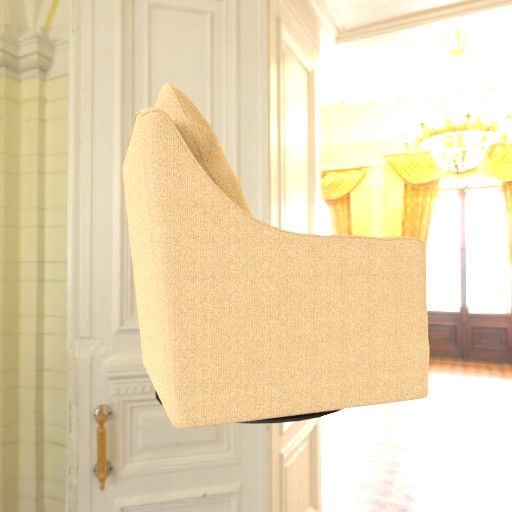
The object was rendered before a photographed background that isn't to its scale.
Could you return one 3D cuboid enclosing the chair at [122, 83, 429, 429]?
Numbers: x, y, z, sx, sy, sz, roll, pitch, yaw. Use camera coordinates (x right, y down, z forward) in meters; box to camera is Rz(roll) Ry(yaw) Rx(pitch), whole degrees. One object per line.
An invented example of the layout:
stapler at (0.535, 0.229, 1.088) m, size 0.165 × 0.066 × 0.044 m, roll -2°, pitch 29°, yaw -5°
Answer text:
chair at (0.000, 0.000, 1.565) m, size 0.876 × 0.927 × 0.760 m, roll 0°, pitch -1°, yaw -20°
